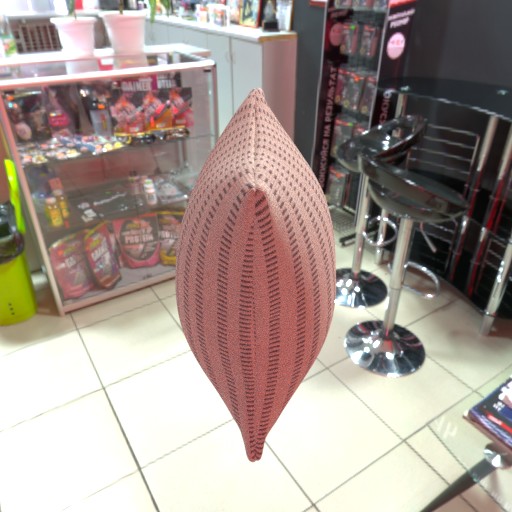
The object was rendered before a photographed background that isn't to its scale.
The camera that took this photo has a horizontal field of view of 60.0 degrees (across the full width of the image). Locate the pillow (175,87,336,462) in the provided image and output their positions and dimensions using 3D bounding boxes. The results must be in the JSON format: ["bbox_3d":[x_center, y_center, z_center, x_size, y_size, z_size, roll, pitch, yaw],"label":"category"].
[{"bbox_3d":[0.000,0.000,0.695,0.247,0.419,0.438,0,33,0],"label":"pillow"}]
